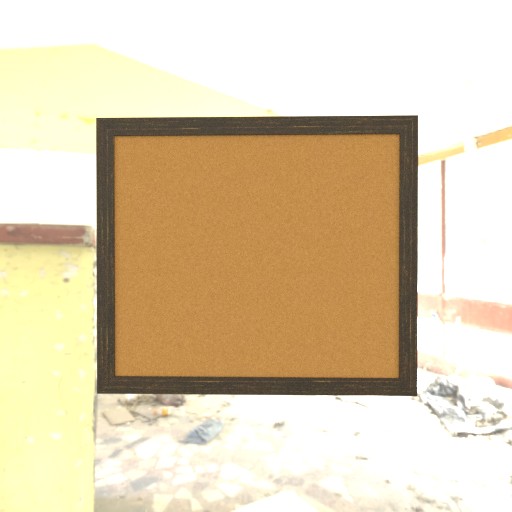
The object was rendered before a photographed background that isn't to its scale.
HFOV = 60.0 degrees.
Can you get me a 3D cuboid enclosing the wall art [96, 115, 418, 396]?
[{"bbox_3d":[0.000,0.000,0.540,0.381,0.330,0.031,0,0,1],"label":"wall art"}]
